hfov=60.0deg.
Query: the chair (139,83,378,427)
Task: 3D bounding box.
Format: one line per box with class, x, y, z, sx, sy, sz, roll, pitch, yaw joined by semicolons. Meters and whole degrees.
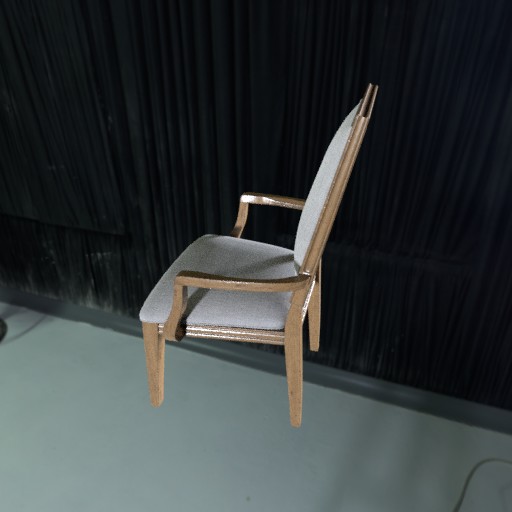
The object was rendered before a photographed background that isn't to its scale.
chair;0.000;0.000;1.397;0.602;0.990;0.606;8;31;14
